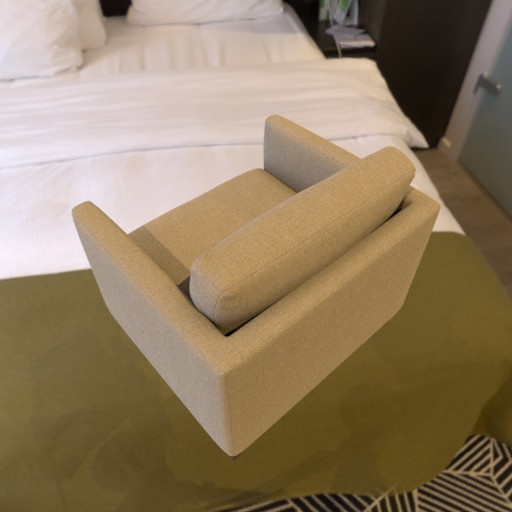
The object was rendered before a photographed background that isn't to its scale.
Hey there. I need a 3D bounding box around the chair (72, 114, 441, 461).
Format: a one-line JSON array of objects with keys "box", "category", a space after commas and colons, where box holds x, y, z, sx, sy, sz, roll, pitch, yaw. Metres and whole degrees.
[{"box": [0.000, 0.000, 1.862, 1.107, 0.963, 0.959, -33, 55, -27], "category": "chair"}]
